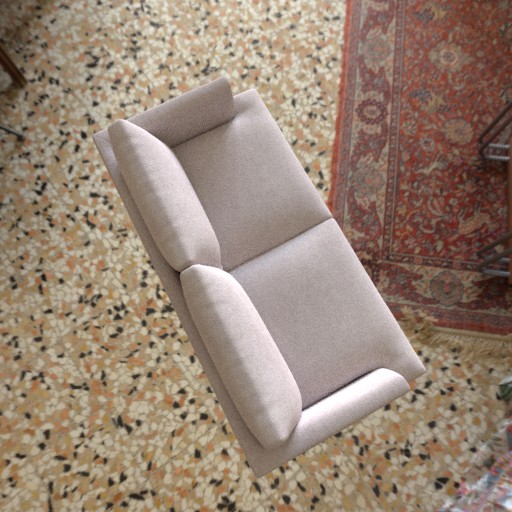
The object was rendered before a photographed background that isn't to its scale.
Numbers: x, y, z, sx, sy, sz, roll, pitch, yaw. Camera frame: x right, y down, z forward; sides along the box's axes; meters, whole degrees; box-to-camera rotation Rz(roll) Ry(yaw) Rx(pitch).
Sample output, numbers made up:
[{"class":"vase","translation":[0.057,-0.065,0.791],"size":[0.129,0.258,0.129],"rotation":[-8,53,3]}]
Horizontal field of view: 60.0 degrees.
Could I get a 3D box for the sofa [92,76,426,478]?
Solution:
[{"class":"sofa","translation":[0.000,0.000,2.454],"size":[1.020,0.868,1.948],"rotation":[-27,77,-7]}]
